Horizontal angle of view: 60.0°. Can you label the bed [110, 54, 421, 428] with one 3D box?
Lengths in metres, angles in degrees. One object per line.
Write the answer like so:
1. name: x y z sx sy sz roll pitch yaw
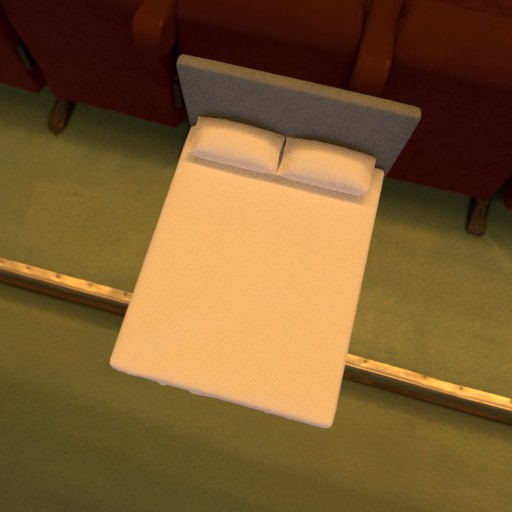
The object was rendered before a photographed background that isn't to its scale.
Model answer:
1. bed: 0.000 0.000 3.245 1.713 1.330 2.142 14 75 4
